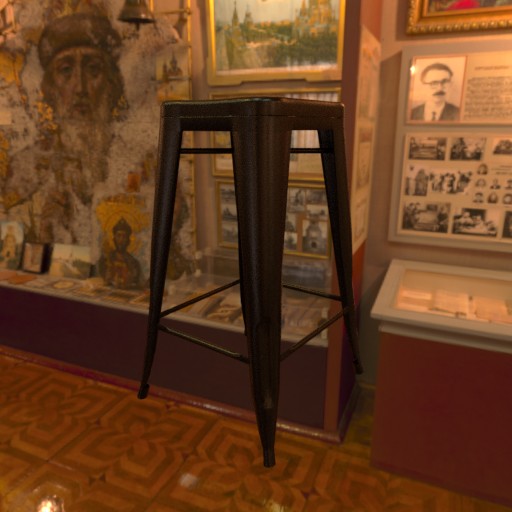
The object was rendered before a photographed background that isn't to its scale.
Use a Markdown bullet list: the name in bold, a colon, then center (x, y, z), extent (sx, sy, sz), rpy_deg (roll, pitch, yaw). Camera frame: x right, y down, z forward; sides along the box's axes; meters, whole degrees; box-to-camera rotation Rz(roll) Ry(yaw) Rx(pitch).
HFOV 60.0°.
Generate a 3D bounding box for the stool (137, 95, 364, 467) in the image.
- **stool**: center (0.000, 0.000, 0.924), extent (0.423, 0.609, 0.455), rpy_deg (8, 18, 24)
